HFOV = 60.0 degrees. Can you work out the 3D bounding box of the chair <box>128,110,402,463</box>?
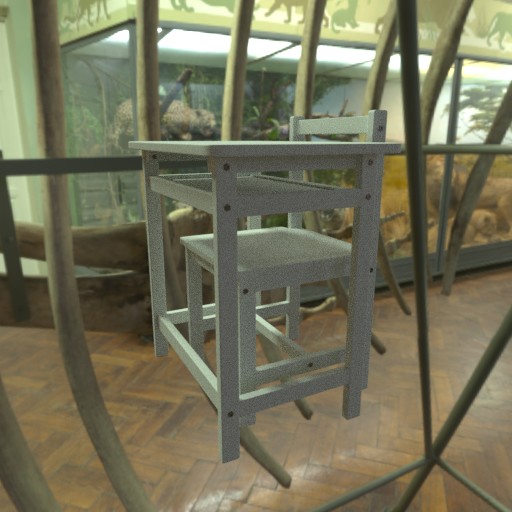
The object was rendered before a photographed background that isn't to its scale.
[{"bbox_3d":[0.000,0.000,1.084,0.461,0.673,0.599,-8,17,-26],"label":"chair"}]
